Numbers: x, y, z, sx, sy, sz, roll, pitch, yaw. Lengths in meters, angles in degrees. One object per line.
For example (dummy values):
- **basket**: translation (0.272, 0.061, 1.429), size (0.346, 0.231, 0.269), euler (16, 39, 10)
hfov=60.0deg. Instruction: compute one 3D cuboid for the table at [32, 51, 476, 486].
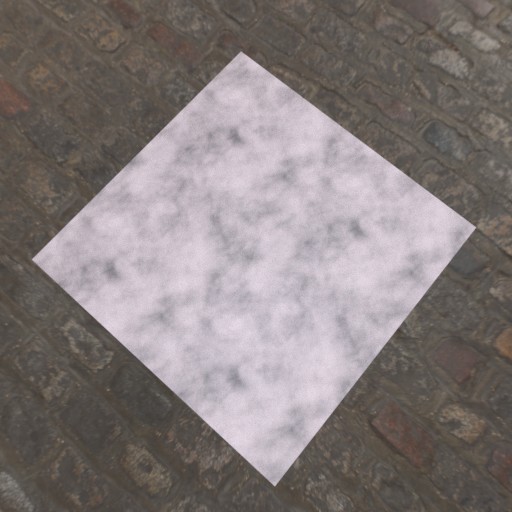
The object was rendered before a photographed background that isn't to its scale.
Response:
- **table**: translation (0.000, 0.000, 1.399), size (0.890, 0.305, 0.890), euler (40, 80, 9)
